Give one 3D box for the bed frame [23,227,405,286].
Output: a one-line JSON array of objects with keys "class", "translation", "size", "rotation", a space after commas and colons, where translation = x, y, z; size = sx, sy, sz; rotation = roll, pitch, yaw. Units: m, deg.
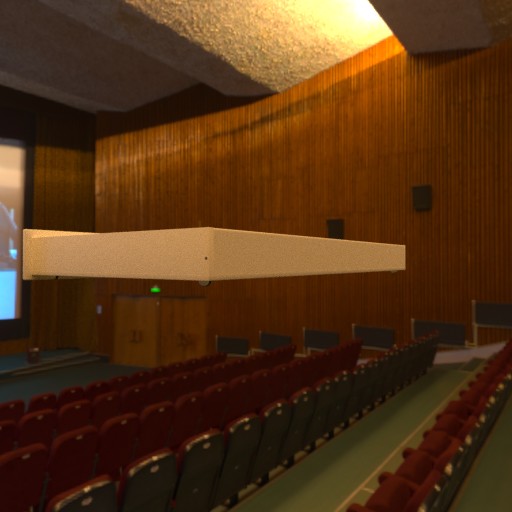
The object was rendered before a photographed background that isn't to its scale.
[{"class": "bed frame", "translation": [0.000, 0.000, 1.569], "size": [0.670, 0.141, 1.300], "rotation": [0, -1, 35]}]
